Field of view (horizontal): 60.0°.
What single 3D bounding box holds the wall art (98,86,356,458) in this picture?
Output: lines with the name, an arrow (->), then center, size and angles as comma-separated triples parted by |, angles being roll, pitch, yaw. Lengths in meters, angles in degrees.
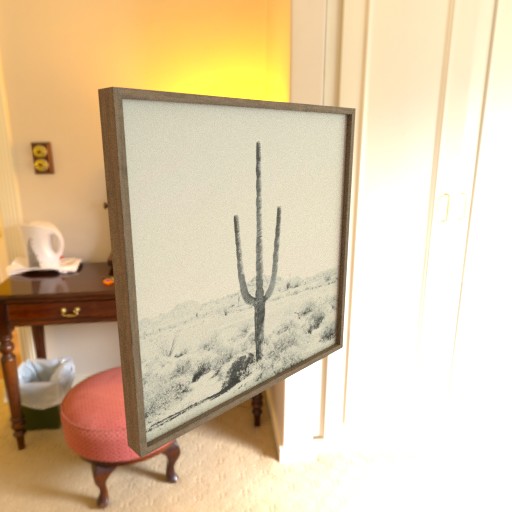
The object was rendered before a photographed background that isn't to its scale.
wall art -> 0.000, 0.000, 0.767 | 0.508, 0.508, 0.038 | -14, 20, -43
